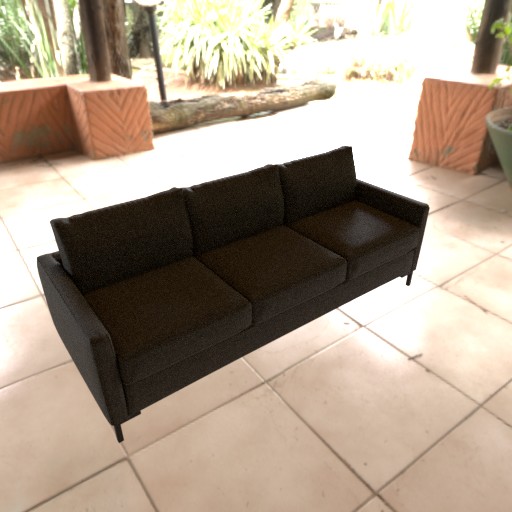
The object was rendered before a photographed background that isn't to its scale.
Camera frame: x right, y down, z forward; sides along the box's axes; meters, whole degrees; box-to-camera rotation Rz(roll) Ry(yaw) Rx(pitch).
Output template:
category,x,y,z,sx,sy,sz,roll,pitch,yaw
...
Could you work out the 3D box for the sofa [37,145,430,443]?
category,x,y,z,sx,sy,sz,roll,pitch,yaw
sofa,0.000,0.000,2.669,2.253,0.879,0.876,-21,36,-31
